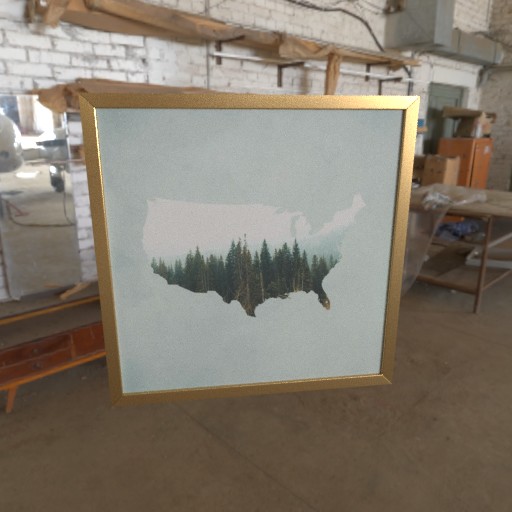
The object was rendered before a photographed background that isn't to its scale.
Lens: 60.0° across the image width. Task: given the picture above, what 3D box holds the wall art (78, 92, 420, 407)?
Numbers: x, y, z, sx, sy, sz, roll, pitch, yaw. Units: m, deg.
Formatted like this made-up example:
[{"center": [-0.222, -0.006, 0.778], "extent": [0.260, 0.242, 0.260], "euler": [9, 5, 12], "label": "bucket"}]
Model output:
[{"center": [0.000, 0.000, 0.745], "extent": [0.509, 0.509, 0.040], "euler": [-2, 16, -8], "label": "wall art"}]
